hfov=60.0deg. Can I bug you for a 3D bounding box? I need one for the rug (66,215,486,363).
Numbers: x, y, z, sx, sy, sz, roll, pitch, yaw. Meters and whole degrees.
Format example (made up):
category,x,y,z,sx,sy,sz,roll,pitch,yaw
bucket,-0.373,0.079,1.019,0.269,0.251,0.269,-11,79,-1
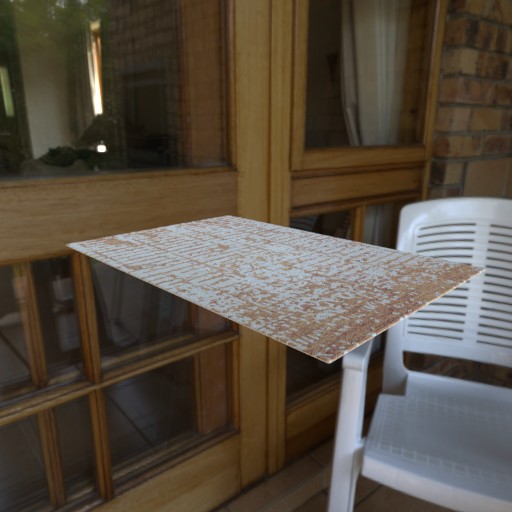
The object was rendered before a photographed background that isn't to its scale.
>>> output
category,x,y,z,sx,sy,sz,roll,pitch,yaw
rug,0.000,0.000,2.288,1.219,0.011,1.829,-15,22,-42
